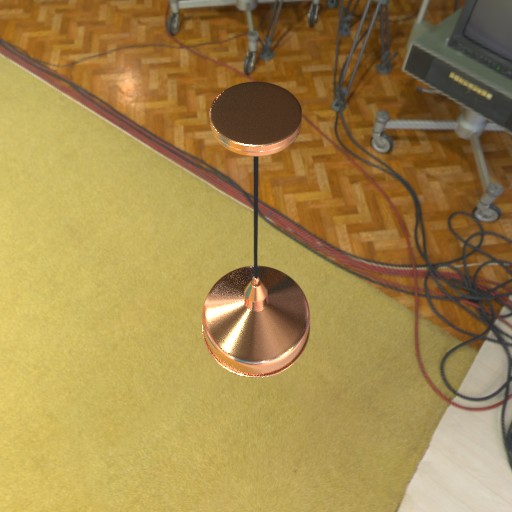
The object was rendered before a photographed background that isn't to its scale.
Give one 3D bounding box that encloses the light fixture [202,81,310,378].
[{"bbox_3d":[0.000,0.000,0.913,0.301,0.754,0.301,-1,60,0],"label":"light fixture"}]
